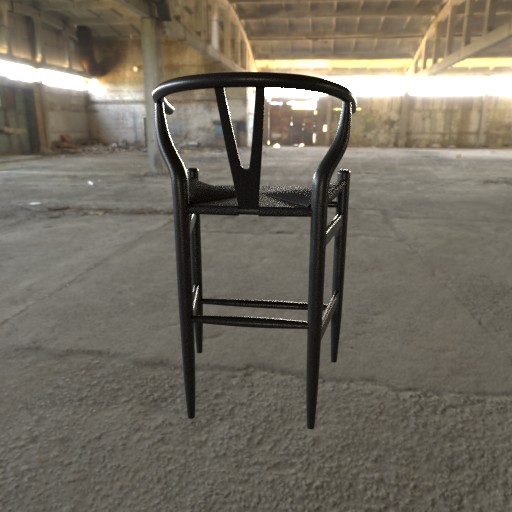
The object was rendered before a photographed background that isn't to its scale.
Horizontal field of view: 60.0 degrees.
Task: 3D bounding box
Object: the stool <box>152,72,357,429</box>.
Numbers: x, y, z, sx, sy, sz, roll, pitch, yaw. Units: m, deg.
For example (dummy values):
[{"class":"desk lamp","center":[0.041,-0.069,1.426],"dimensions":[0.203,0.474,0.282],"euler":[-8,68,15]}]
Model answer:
[{"class":"stool","center":[0.000,0.000,1.337],"dimensions":[0.569,0.970,0.579],"euler":[2,16,8]}]
